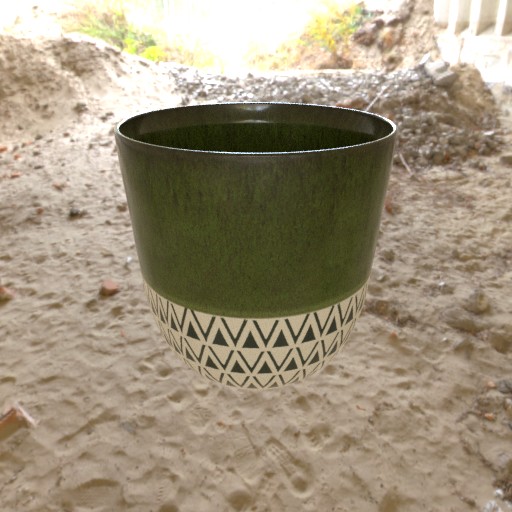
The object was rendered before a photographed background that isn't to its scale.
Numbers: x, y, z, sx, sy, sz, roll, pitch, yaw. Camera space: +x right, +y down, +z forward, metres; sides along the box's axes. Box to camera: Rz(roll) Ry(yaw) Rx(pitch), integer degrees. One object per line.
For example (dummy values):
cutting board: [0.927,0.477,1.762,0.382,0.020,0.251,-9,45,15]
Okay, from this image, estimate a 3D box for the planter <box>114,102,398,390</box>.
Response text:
planter: [0.000,0.000,0.457,0.245,0.270,0.245,0,27,0]
